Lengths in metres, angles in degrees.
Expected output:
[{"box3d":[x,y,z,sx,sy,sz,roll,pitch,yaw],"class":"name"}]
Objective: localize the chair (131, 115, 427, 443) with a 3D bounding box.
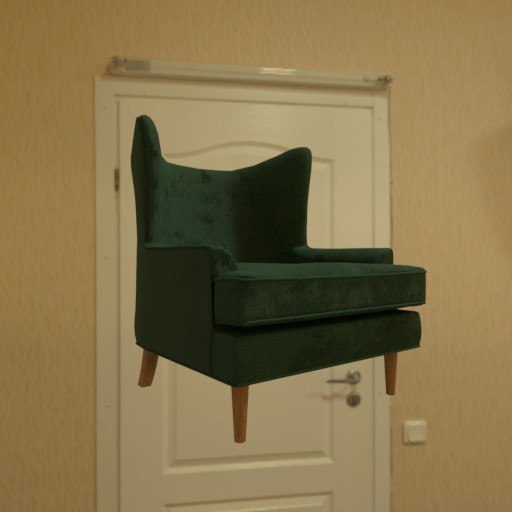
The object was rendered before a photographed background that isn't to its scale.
[{"box3d":[0.000,0.000,1.610,0.793,0.952,0.910,0,0,-37],"class":"chair"}]
